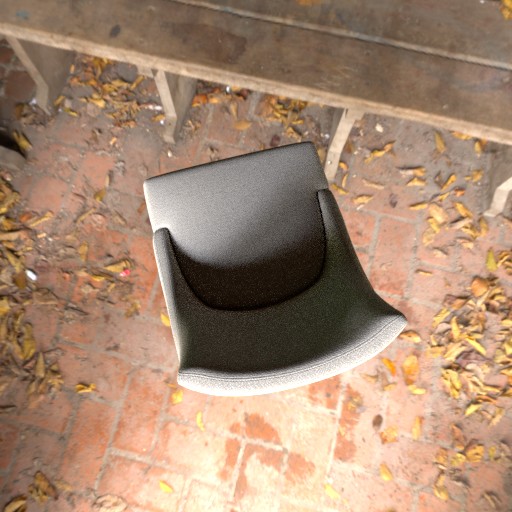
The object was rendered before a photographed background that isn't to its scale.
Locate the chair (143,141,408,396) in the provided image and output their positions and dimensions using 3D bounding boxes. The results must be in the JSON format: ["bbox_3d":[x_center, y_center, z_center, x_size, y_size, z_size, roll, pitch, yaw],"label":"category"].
[{"bbox_3d":[0.000,0.000,1.530,0.701,0.909,0.861,-14,76,-4],"label":"chair"}]
